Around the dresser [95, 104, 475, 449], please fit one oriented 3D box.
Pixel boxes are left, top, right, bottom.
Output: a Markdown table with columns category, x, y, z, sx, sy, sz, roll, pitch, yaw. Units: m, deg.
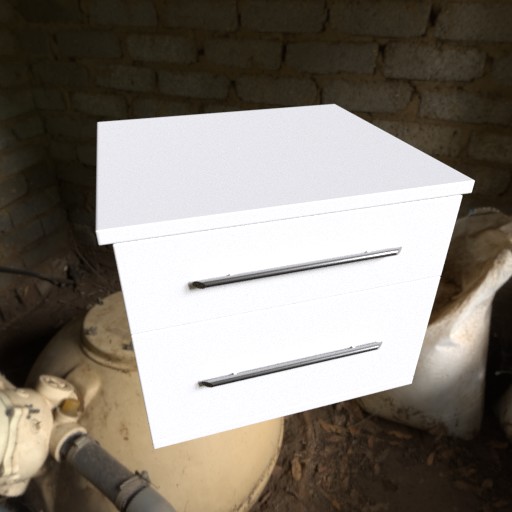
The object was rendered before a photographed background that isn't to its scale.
| category | x | y | z | sx | sy | sz | roll | pitch | yaw |
| --- | --- | --- | --- | --- | --- | --- | --- | --- | --- |
| dresser | 0.000 | 0.000 | 0.720 | 0.430 | 0.360 | 0.400 | -9 | 33 | -14 |
